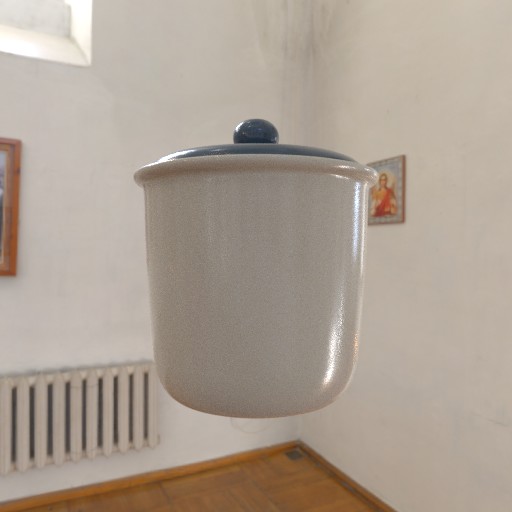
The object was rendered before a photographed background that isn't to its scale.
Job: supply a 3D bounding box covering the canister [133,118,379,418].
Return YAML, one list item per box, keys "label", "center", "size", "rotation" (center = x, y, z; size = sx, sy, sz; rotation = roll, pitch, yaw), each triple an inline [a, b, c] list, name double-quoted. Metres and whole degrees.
- label: "canister"
  center: [0.000, 0.000, 0.341]
  size: [0.182, 0.208, 0.182]
  rotation: [0, 1, 0]
